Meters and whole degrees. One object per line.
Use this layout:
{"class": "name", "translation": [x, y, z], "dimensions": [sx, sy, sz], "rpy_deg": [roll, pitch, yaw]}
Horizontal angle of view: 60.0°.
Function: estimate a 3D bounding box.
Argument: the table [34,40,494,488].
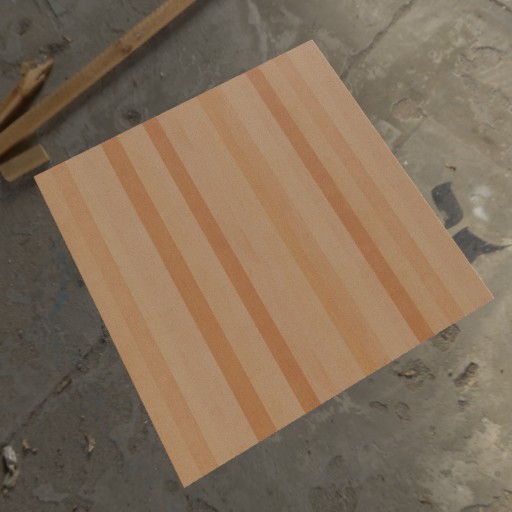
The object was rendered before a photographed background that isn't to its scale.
{"class": "table", "translation": [0.000, 0.000, 1.399], "dimensions": [0.900, 0.450, 0.900], "rpy_deg": [-29, 78, -7]}
